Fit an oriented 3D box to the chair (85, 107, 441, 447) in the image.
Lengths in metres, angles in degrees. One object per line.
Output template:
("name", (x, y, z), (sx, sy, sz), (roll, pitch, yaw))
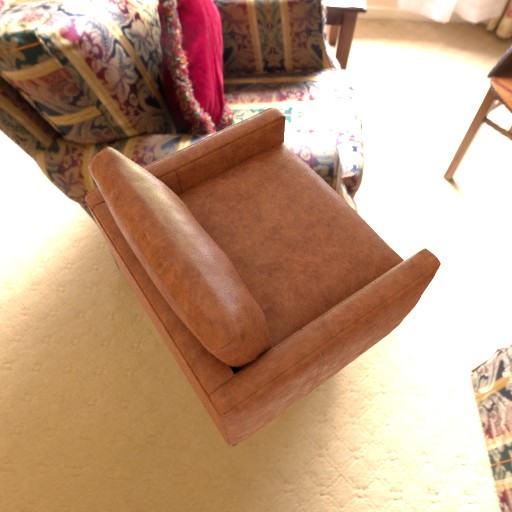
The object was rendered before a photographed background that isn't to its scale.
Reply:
("chair", (0.000, 0.000, 1.660), (0.862, 0.869, 0.967), (-30, 63, -18))
